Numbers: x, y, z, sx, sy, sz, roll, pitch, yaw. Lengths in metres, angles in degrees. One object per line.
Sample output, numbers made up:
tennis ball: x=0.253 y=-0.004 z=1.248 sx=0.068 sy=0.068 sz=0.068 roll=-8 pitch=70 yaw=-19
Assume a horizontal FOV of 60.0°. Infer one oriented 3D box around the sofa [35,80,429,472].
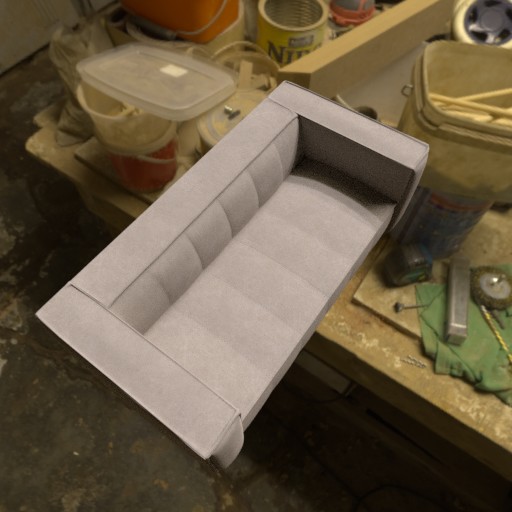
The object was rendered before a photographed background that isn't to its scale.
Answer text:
sofa: x=0.000 y=0.000 z=2.463 sx=1.038 sy=0.680 sz=1.995 roll=32 pitch=64 yaw=18
